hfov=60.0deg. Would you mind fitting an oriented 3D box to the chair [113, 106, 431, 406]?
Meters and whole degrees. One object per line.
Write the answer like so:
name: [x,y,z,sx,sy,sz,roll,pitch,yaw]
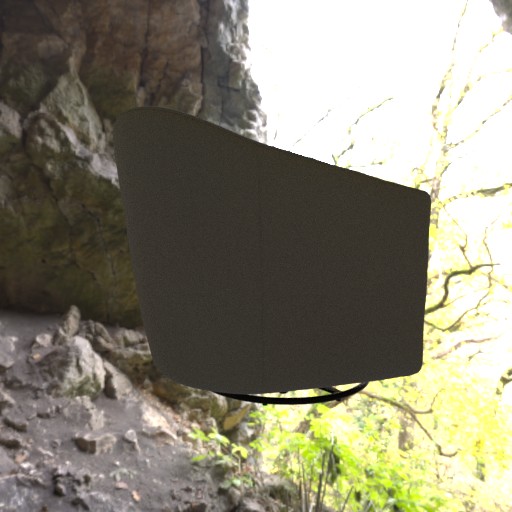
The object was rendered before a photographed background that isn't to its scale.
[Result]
chair: [0.000,0.000,1.438,0.875,0.799,0.747,-1,3,-20]
